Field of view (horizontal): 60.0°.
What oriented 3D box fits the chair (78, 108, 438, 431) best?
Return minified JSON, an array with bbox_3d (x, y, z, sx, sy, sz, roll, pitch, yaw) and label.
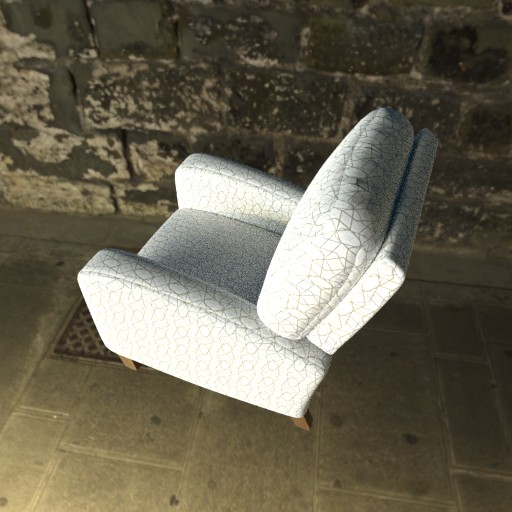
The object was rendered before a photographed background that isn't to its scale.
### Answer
[{"bbox_3d":[0.000,0.000,1.637,0.995,1.064,0.796,17,48,16],"label":"chair"}]
